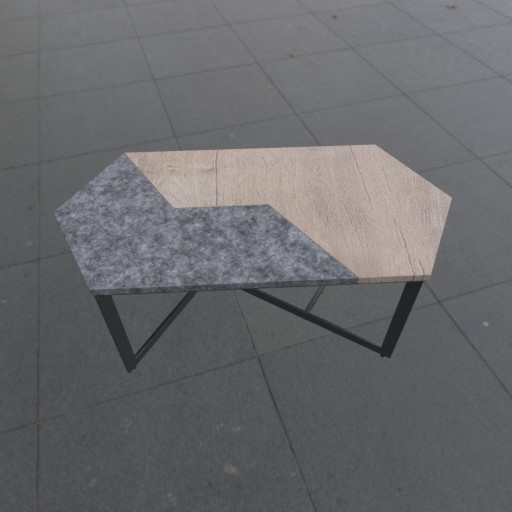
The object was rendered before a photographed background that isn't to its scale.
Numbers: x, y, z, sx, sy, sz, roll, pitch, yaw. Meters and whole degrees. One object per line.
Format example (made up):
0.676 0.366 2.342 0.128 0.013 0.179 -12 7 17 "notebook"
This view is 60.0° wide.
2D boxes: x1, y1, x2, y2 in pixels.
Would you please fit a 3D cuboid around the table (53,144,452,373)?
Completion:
0.000 0.000 1.520 1.219 0.457 0.609 -2 47 -2 "table"
